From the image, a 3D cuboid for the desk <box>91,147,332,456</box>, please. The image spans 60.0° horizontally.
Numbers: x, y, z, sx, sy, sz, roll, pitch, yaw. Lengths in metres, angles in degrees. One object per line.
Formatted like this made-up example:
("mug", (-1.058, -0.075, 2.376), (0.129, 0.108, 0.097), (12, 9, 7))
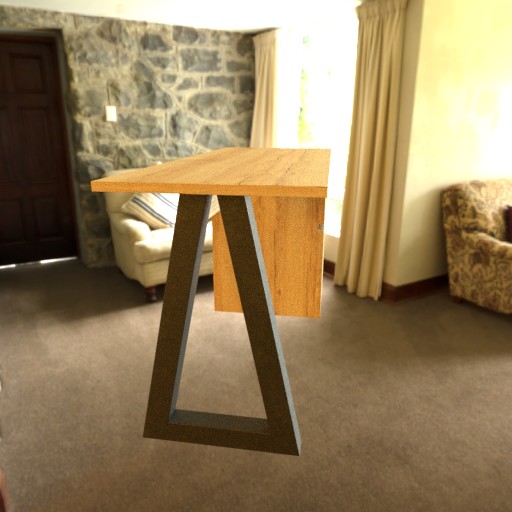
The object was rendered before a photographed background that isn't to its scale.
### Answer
("desk", (0.000, 0.000, 1.767), (0.550, 0.760, 1.400), (3, 17, 9))
